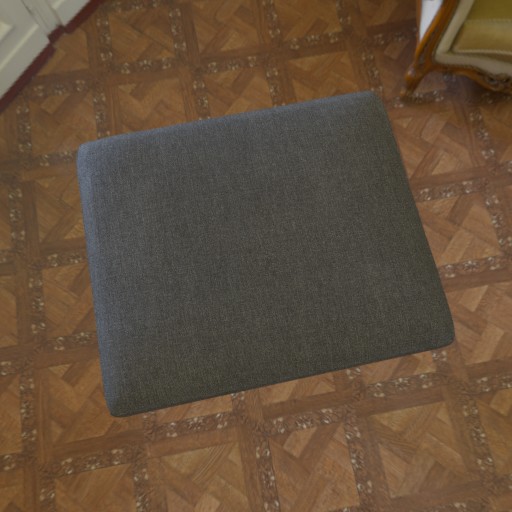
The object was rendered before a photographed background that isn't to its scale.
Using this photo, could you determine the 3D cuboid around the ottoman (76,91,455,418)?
[{"bbox_3d":[0.000,0.000,1.244,0.821,0.474,0.693,-11,76,-3],"label":"ottoman"}]
